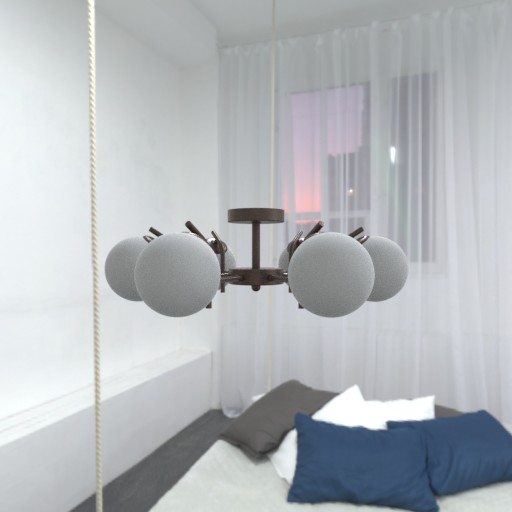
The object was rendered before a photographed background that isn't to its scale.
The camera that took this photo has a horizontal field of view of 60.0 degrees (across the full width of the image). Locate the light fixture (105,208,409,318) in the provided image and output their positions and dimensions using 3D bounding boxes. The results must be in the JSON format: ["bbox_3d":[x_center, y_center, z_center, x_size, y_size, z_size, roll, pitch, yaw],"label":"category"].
[{"bbox_3d":[0.000,0.000,0.977,0.662,0.201,0.662,0,1,0],"label":"light fixture"}]
